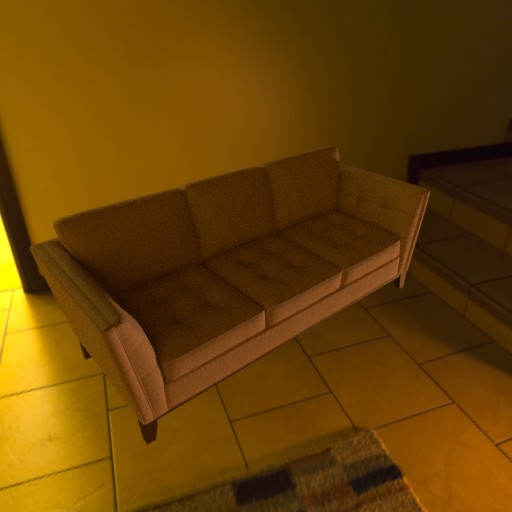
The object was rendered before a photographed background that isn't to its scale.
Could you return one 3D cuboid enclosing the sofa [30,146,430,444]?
[{"bbox_3d":[0.000,0.000,2.875,2.388,0.940,0.965,-23,37,-34],"label":"sofa"}]
